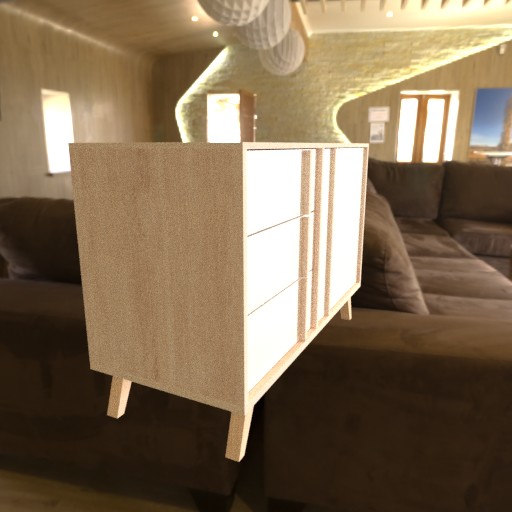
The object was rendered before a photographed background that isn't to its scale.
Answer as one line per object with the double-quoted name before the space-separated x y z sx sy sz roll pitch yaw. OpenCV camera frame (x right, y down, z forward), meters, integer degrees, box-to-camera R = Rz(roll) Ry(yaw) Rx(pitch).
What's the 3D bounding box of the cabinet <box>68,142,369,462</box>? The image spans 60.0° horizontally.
"cabinet" 0.000 0.000 1.582 0.500 0.780 1.110 7 16 26
